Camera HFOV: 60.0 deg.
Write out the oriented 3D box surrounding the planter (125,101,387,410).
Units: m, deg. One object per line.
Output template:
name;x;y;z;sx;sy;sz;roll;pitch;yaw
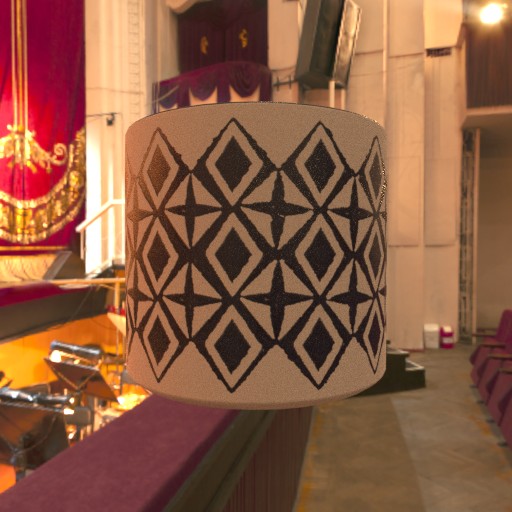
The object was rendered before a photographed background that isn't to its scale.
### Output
planter;0.000;0.000;0.281;0.159;0.144;0.159;0;1;0
